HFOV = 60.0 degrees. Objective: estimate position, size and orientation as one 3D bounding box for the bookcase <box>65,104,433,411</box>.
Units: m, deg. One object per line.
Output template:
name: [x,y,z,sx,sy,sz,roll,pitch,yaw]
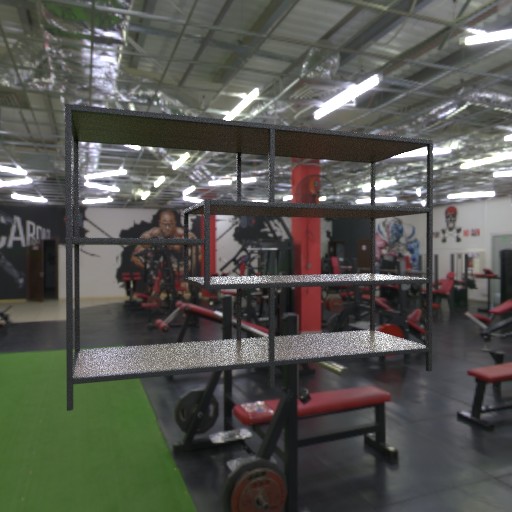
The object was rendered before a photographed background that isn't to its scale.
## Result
bookcase: [0.000,0.000,1.474,1.140,0.780,0.350,0,1,-19]
